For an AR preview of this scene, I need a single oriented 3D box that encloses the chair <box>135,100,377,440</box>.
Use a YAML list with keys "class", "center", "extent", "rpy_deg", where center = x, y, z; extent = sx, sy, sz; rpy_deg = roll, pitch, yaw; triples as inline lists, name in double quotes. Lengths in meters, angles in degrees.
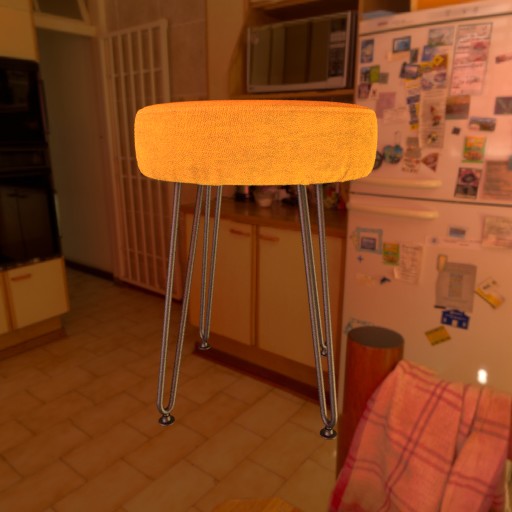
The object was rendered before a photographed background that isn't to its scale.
- class: "chair"
  center: [0.000, 0.000, 0.701]
  extent: [0.345, 0.455, 0.345]
  rpy_deg: [2, 16, 7]
